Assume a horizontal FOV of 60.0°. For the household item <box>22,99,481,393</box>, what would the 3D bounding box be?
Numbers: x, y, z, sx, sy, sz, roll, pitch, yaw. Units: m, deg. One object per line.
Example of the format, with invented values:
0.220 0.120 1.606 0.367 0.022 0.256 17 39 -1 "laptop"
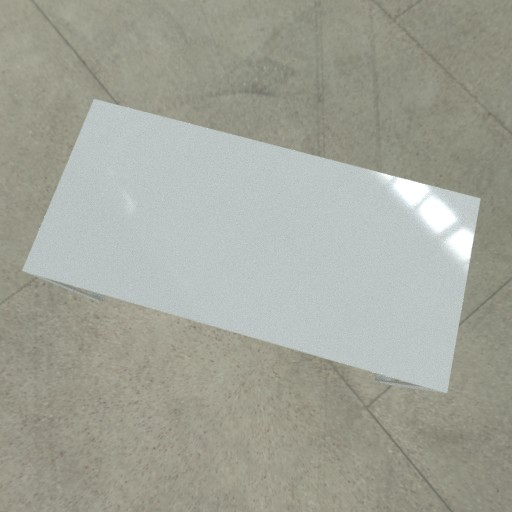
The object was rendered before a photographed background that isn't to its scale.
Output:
0.000 0.000 2.153 1.700 0.745 0.800 15 77 4 "household item"
